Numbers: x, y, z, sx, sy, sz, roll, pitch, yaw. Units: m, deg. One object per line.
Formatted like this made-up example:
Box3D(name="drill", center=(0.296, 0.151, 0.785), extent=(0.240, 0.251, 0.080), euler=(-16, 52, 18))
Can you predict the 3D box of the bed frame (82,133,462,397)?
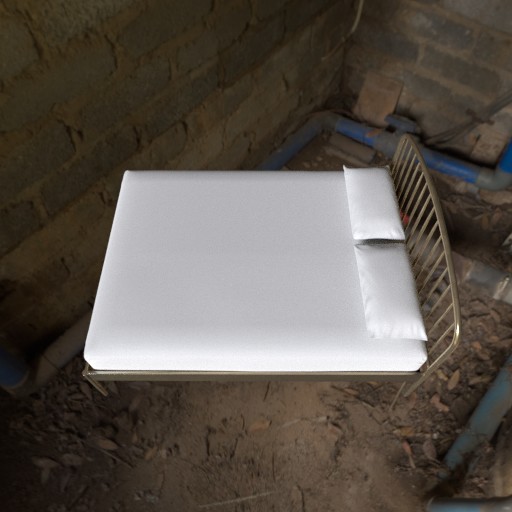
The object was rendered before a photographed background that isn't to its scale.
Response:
Box3D(name="bed frame", center=(0.000, 0.000, 3.078), extent=(2.152, 1.175, 1.612), euler=(0, 57, 0))
